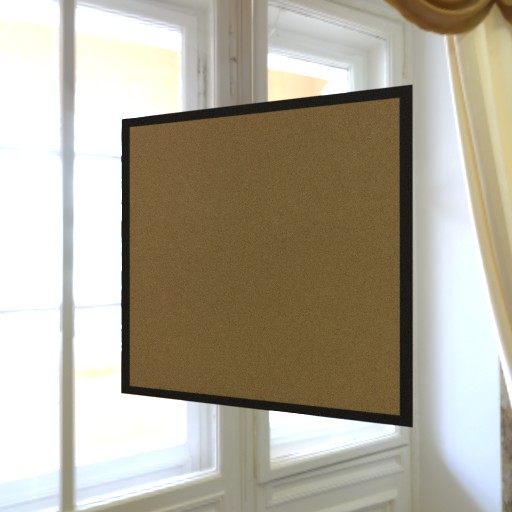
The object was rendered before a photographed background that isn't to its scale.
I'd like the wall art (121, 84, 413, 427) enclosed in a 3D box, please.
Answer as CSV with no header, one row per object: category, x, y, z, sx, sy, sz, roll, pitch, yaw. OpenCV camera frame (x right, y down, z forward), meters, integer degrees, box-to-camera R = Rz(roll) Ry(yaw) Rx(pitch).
wall art,0.000,0.000,0.458,0.305,0.304,0.033,0,0,19
